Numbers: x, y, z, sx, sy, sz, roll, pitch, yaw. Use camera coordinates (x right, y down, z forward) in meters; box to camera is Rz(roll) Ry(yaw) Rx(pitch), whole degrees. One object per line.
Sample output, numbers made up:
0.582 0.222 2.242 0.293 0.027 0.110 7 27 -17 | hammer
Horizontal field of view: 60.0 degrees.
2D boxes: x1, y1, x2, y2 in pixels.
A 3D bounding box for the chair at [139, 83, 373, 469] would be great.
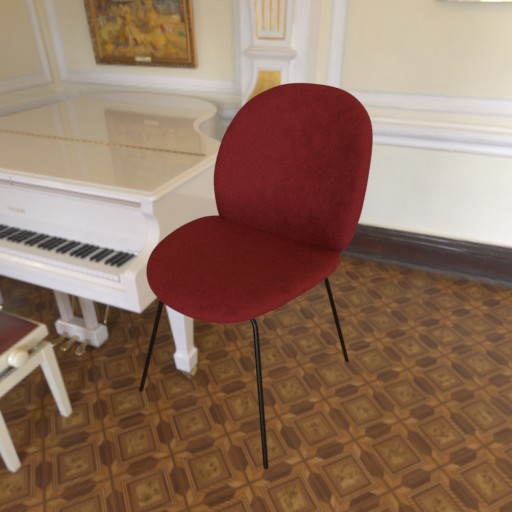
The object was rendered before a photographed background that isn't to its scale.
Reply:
0.000 0.000 1.177 0.458 0.791 0.587 19 35 29 | chair
